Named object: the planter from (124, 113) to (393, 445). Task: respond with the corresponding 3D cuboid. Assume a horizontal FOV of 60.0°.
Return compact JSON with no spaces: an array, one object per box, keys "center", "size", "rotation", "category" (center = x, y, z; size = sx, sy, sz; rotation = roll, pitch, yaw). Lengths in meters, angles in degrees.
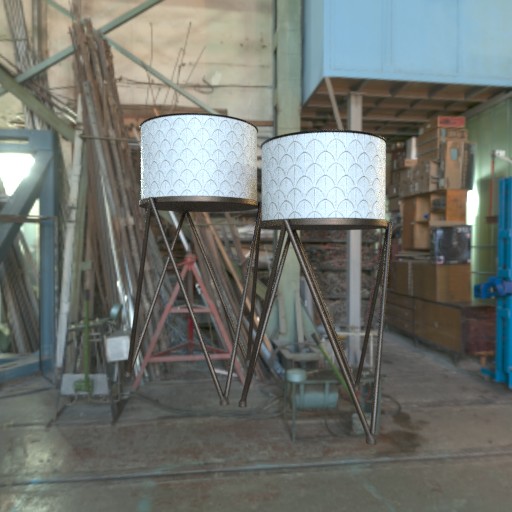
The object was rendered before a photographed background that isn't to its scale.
[{"center":[0.000,0.000,1.176],"size":[0.769,0.712,0.413],"rotation":[1,2,38],"category":"planter"}]
